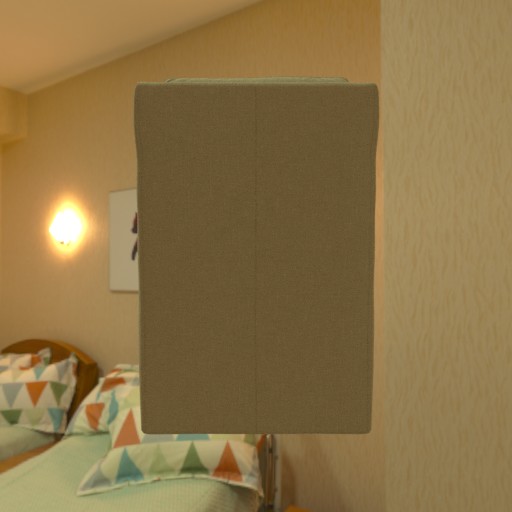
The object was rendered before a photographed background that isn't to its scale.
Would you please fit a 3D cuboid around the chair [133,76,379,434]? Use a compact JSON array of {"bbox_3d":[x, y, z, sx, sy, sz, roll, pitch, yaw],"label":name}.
[{"bbox_3d":[0.000,0.000,1.374,0.626,0.914,0.694,0,-2,0],"label":"chair"}]
